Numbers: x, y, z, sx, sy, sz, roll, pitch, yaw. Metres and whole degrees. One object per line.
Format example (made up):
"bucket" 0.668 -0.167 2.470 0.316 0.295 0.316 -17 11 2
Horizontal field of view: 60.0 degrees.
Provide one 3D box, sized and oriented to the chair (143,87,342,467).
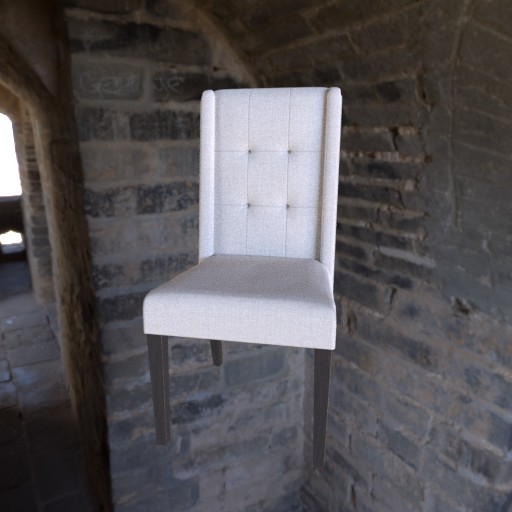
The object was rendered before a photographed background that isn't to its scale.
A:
"chair" 0.000 0.000 1.275 0.474 0.961 0.523 3 15 11
